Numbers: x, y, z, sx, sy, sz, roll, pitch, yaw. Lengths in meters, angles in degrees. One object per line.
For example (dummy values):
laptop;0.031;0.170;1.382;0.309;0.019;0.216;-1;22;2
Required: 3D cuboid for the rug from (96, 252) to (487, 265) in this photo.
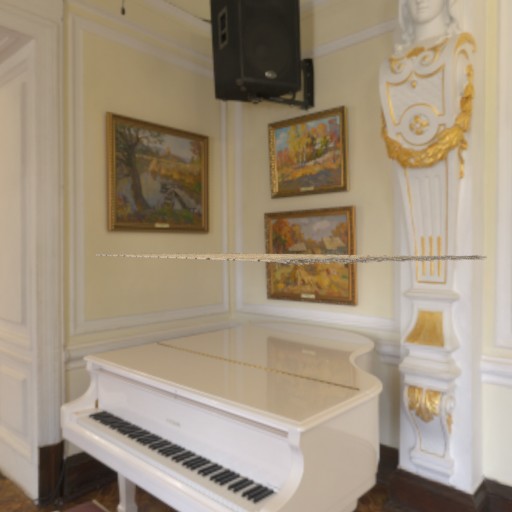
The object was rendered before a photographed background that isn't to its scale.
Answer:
rug;0.000;0.000;3.077;1.495;0.035;2.472;-1;1;-36
